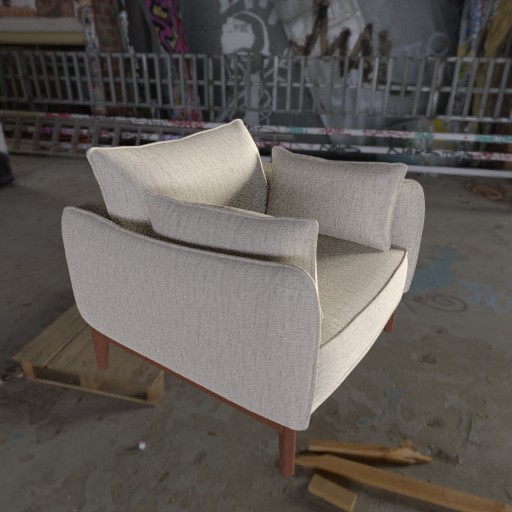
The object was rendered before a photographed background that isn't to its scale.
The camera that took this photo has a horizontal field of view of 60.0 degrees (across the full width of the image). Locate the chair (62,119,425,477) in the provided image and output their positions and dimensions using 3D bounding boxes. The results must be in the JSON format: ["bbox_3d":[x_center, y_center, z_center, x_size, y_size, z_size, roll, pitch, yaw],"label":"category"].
[{"bbox_3d":[0.000,0.000,1.667,0.991,0.855,0.994,17,31,30],"label":"chair"}]
